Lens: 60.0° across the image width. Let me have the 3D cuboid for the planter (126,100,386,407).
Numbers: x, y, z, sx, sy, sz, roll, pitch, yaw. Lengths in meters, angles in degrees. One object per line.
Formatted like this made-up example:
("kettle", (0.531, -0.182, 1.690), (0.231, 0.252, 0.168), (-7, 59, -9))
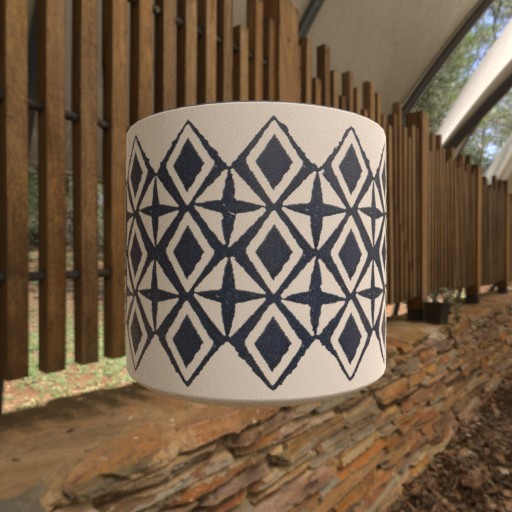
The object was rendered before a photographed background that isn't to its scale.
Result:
("planter", (0.000, 0.000, 0.397), (0.224, 0.203, 0.224), (0, 0, 0))
